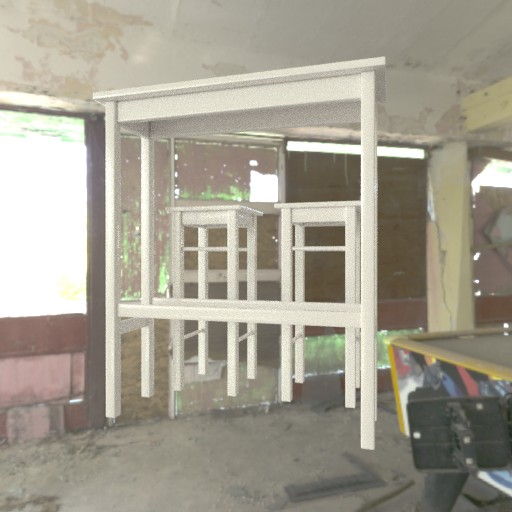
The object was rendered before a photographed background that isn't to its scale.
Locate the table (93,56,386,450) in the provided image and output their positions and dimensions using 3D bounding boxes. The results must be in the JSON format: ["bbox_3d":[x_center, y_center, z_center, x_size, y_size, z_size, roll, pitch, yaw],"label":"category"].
[{"bbox_3d":[0.000,0.000,1.623,0.915,1.065,0.650,0,0,17],"label":"table"}]
